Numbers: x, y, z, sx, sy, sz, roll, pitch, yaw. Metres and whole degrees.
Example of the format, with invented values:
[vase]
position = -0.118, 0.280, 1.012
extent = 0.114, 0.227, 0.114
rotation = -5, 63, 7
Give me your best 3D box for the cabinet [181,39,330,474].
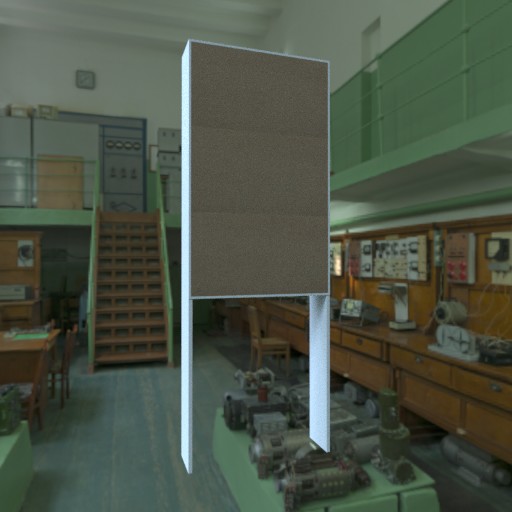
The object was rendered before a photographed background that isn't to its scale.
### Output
[cabinet]
position = 0.000, 0.000, 1.996
extent = 0.643, 1.770, 0.192
rotation = 0, 0, -19
